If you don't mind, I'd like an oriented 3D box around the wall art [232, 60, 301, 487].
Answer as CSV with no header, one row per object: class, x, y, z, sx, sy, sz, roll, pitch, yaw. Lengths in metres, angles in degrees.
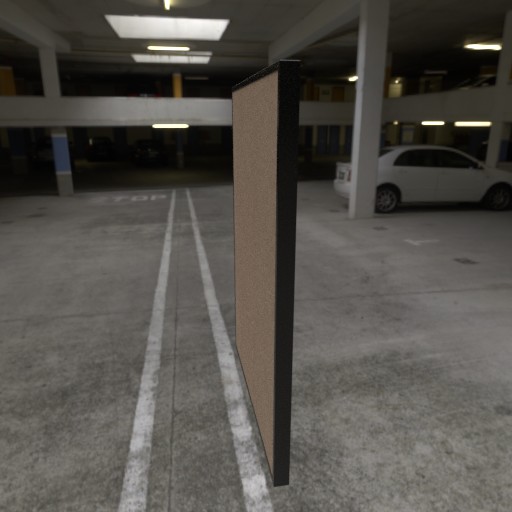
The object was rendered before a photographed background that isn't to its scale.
wall art,0.000,0.000,1.400,0.043,1.046,0.788,-3,17,-9
